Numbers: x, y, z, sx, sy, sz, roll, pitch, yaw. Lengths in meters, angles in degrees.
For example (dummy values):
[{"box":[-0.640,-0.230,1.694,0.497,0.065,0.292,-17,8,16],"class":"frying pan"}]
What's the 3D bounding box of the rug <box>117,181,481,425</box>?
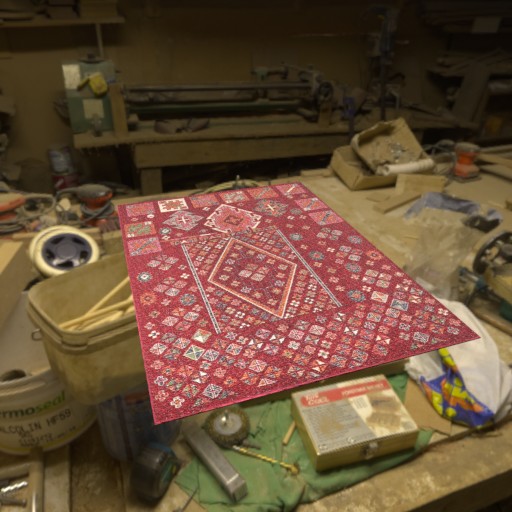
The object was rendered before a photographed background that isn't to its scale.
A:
[{"box":[0.000,0.000,2.834,1.579,0.007,2.184,-10,32,-16],"class":"rug"}]
